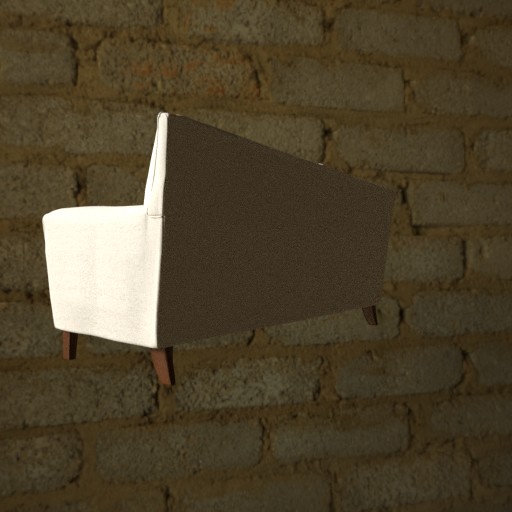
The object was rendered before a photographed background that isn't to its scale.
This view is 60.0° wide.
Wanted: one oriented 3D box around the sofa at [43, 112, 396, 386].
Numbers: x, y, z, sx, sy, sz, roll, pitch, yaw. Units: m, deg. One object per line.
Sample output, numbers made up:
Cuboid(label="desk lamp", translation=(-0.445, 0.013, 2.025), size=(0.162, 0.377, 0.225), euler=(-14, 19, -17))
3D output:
Cuboid(label="sofa", translation=(0.000, 0.000, 2.423), size=(0.841, 0.907, 2.001), euler=(0, -1, 37))
